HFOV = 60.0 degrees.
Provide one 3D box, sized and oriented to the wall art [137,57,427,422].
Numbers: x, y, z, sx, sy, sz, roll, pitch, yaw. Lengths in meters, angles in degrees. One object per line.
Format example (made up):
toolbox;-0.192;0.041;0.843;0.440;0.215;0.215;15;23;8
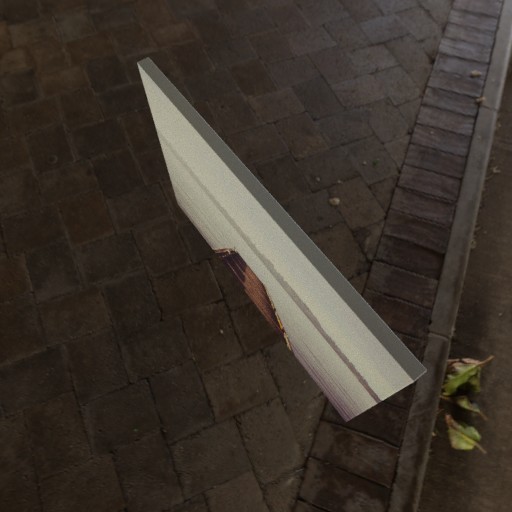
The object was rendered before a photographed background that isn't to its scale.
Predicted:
wall art;0.000;0.000;0.781;0.021;0.410;0.615;-33;68;-15
